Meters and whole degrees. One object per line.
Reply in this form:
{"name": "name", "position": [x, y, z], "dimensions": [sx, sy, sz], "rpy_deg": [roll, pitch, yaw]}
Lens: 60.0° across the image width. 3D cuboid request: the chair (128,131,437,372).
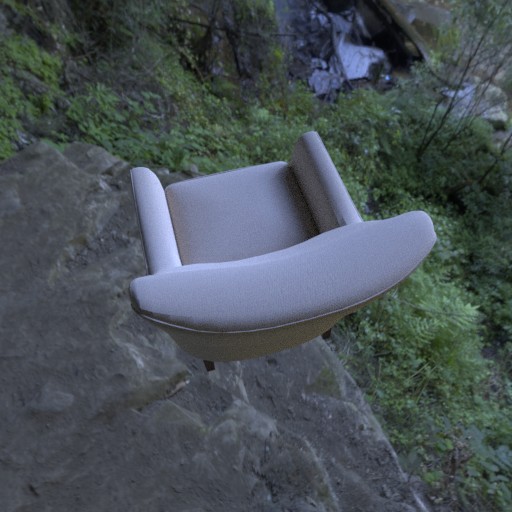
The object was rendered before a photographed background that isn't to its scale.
{"name": "chair", "position": [0.000, 0.000, 1.557], "dimensions": [0.756, 0.916, 0.879], "rpy_deg": [-14, 60, -8]}
